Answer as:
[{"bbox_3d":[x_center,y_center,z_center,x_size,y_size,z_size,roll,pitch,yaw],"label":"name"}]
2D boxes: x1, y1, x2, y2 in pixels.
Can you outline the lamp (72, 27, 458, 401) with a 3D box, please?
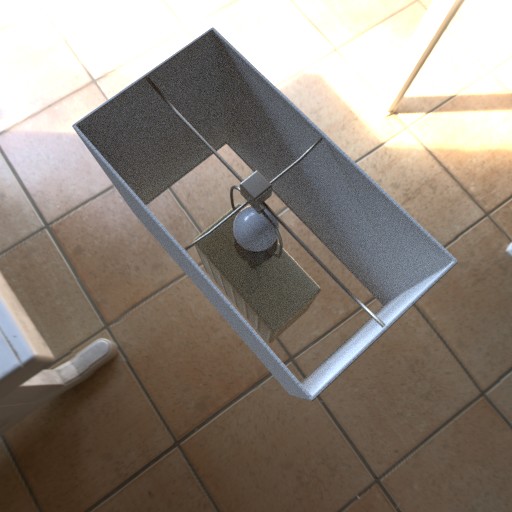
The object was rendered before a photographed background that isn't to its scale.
[{"bbox_3d":[0.000,0.000,0.693,0.200,0.515,0.380,-40,78,-11],"label":"lamp"}]
